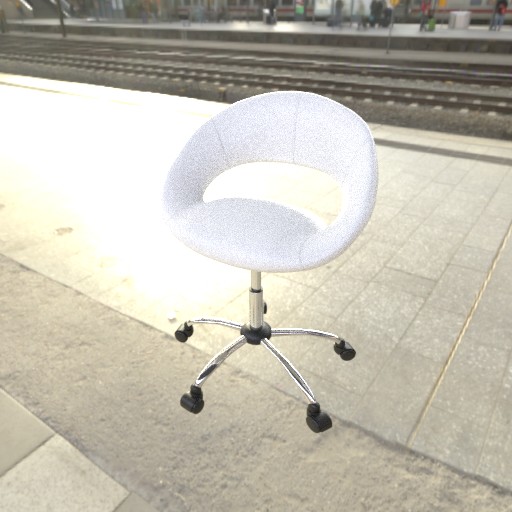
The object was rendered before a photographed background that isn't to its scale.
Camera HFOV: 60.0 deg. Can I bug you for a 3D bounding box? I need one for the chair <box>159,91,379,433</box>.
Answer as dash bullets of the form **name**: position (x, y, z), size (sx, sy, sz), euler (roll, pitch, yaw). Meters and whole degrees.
- **chair**: position (0.000, 0.000, 1.209), size (0.612, 0.791, 0.538), euler (17, 34, 28)
